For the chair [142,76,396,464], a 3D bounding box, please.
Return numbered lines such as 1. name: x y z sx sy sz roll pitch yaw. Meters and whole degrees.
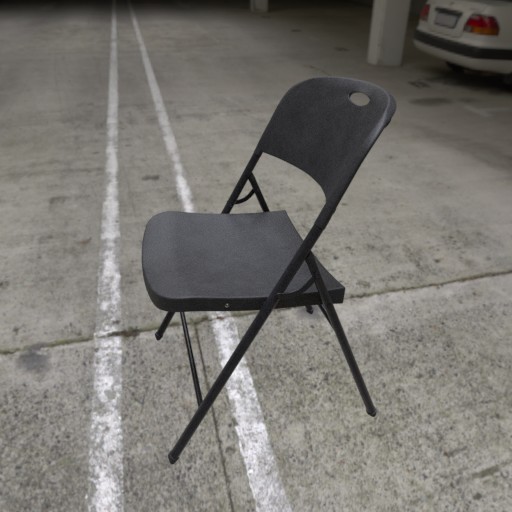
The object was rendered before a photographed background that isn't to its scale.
1. chair: 0.000 0.000 1.132 0.566 0.810 0.494 -8 31 -13
